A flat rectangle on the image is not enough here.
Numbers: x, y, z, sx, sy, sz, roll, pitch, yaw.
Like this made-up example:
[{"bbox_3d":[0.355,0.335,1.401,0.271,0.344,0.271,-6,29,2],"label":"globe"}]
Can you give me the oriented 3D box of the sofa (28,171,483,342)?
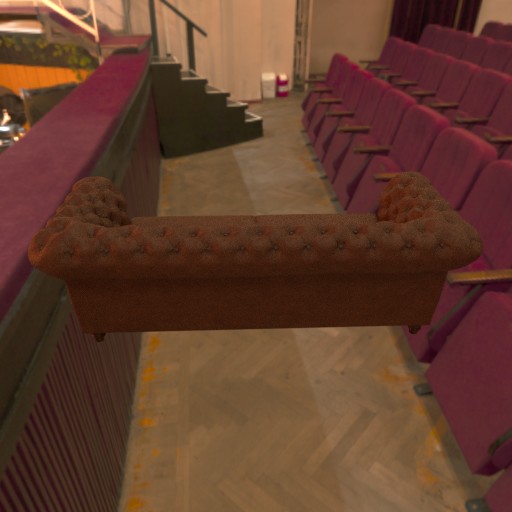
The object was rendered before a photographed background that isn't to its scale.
[{"bbox_3d":[0.000,0.000,2.753,2.385,0.783,0.944,-1,32,-2],"label":"sofa"}]
